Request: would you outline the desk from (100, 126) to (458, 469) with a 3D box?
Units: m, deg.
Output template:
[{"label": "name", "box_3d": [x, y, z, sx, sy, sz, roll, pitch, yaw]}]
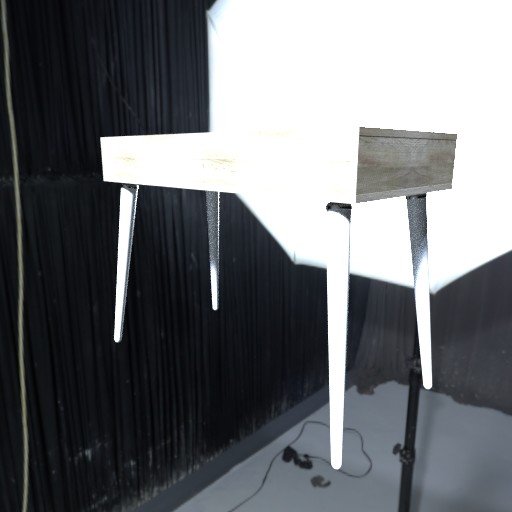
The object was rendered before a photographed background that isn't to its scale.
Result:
[{"label": "desk", "box_3d": [0.000, 0.000, 1.380, 0.979, 0.723, 0.491, 13, 18, 43]}]
